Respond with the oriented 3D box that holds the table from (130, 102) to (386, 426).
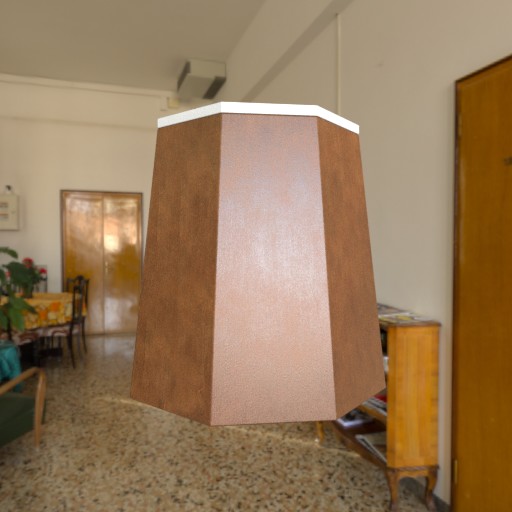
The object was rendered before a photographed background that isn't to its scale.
[{"bbox_3d":[0.000,0.000,0.826,0.439,0.457,0.439,1,2,36],"label":"table"}]
